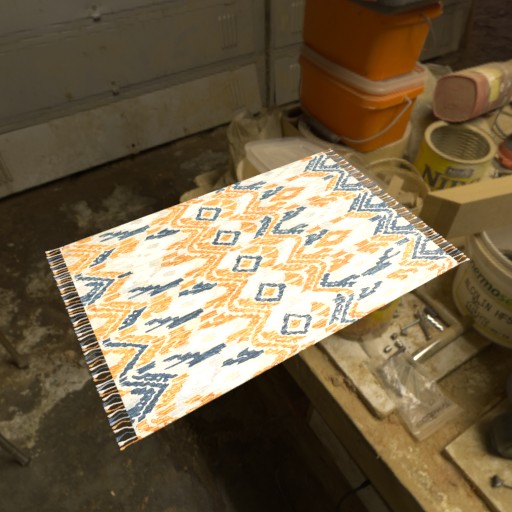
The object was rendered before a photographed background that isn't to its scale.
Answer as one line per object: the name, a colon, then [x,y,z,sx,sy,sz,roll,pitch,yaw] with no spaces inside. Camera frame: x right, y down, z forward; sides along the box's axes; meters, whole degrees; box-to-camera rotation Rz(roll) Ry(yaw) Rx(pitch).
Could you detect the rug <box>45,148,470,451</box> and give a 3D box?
rug: [0.000,0.000,2.984,2.428,0.010,1.533,-24,51,-21]
